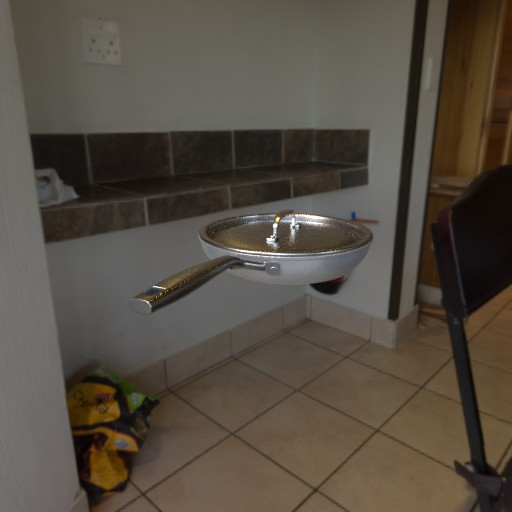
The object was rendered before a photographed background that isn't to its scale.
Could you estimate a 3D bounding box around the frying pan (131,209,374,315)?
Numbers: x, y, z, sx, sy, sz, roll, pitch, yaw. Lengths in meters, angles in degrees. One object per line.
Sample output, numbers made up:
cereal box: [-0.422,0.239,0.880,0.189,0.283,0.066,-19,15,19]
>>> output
frying pan: [0.000,0.000,0.610,0.272,0.086,0.490,8,18,24]
